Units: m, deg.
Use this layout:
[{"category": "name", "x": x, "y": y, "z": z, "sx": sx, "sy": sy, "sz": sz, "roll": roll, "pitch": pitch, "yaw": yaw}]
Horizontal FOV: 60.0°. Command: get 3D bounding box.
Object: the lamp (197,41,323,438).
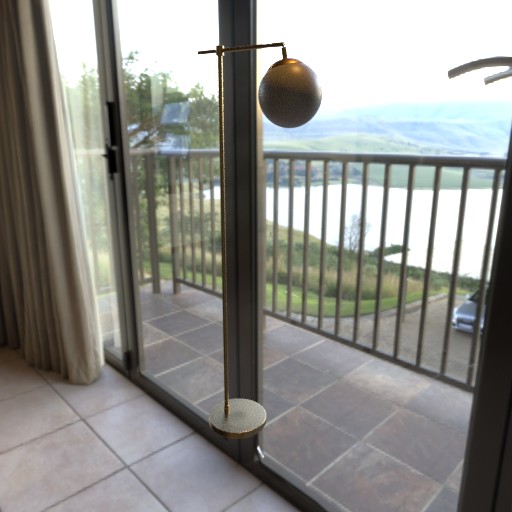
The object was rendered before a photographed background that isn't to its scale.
[{"category": "lamp", "x": 0.000, "y": 0.000, "z": 1.699, "sx": 0.476, "sy": 1.505, "sz": 0.249, "roll": 8, "pitch": 17, "yaw": 27}]
